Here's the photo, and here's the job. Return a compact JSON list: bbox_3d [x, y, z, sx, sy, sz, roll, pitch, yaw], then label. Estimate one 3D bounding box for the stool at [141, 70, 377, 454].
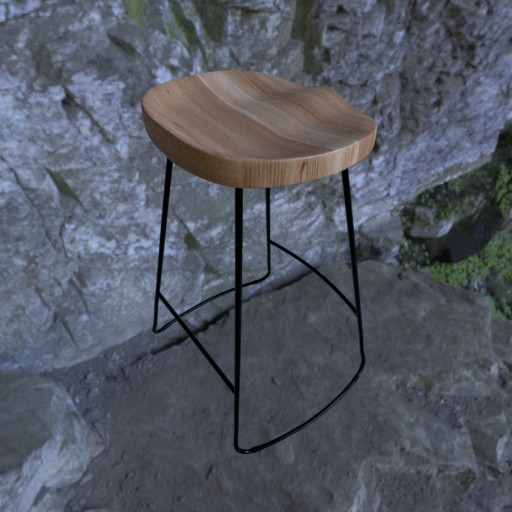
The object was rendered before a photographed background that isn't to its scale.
[{"bbox_3d":[0.000,0.000,0.961,0.401,0.679,0.480,-25,47,-26],"label":"stool"}]
